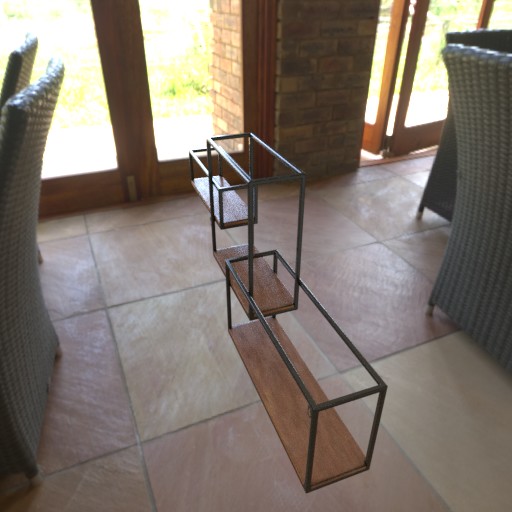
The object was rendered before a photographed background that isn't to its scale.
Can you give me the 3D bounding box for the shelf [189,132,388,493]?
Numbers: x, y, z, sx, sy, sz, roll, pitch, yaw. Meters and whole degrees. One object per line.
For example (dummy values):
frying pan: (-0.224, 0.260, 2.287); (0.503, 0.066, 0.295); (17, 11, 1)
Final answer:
shelf: (0.000, 0.000, 2.127); (0.275, 0.972, 1.781); (-11, 33, -17)
